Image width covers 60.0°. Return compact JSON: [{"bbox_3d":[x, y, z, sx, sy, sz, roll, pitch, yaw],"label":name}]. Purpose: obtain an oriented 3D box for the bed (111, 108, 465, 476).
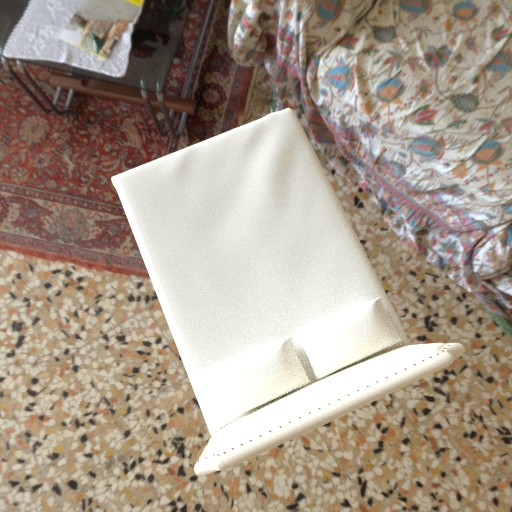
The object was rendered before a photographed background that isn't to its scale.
[{"bbox_3d":[0.000,0.000,3.344,1.712,1.443,2.365,-23,78,-5],"label":"bed"}]
